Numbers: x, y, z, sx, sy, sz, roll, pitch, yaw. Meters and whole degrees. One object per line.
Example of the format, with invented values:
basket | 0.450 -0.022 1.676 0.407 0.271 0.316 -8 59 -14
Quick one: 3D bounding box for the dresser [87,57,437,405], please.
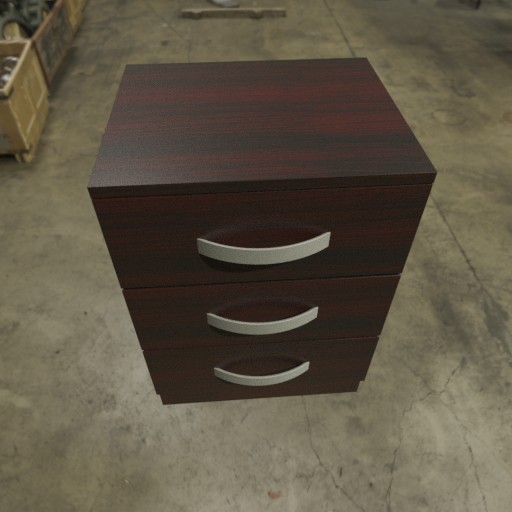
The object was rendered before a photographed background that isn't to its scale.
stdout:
dresser | 0.000 0.000 0.811 0.400 0.560 0.360 -3 46 -3
